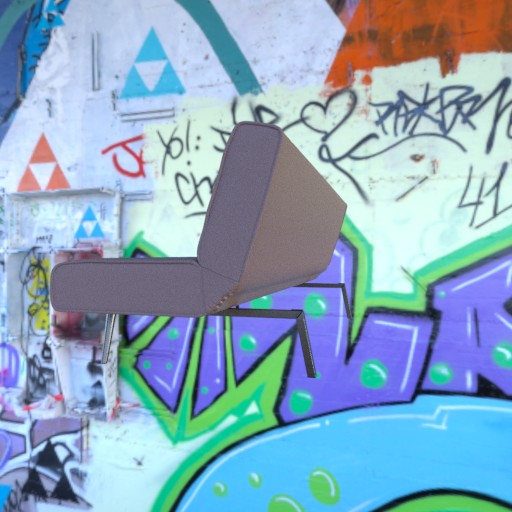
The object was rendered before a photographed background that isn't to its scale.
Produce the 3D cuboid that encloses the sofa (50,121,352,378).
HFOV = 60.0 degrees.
[{"bbox_3d":[0.000,0.000,1.999,0.747,0.699,1.703,0,0,17],"label":"sofa"}]
